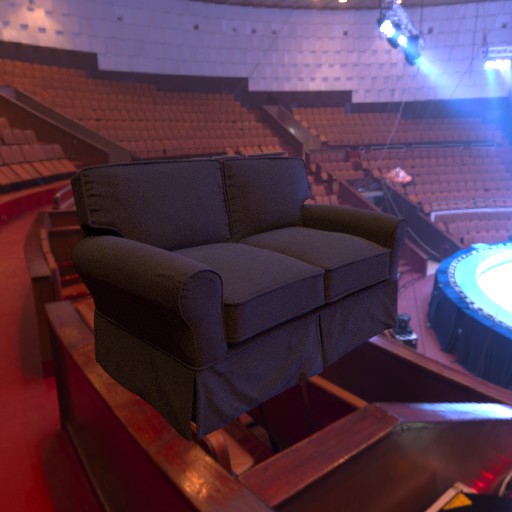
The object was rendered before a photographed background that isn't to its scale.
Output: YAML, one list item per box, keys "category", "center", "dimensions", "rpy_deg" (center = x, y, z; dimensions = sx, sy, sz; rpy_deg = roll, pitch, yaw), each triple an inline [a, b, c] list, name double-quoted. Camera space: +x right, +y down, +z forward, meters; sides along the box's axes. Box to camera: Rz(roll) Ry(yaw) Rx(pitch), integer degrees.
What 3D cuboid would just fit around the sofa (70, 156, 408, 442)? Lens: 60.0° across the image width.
- category: "sofa"
  center: [0.000, 0.000, 2.492]
  dimensions: [0.997, 1.059, 1.801]
  rpy_deg: [14, 20, 43]
